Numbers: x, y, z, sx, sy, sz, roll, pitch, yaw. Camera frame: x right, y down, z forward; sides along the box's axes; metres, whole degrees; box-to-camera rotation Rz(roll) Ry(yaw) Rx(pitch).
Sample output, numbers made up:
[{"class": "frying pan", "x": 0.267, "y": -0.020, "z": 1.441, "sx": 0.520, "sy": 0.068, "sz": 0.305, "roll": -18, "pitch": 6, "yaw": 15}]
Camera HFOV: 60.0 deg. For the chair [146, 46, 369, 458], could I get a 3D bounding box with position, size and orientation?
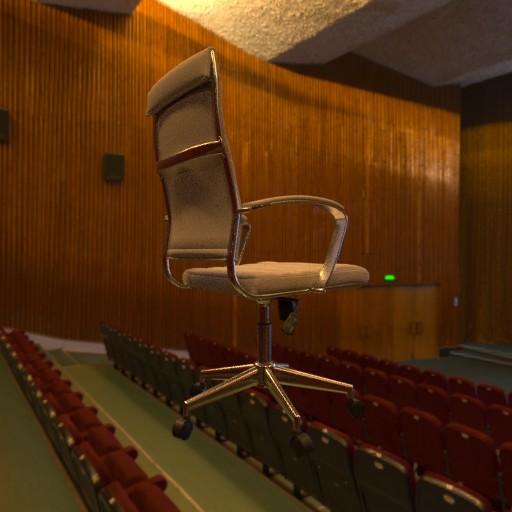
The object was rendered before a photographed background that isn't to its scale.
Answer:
[{"class": "chair", "x": 0.000, "y": 0.000, "z": 1.561, "sx": 0.667, "sy": 1.149, "sz": 0.679, "roll": 0, "pitch": 1, "yaw": -36}]
